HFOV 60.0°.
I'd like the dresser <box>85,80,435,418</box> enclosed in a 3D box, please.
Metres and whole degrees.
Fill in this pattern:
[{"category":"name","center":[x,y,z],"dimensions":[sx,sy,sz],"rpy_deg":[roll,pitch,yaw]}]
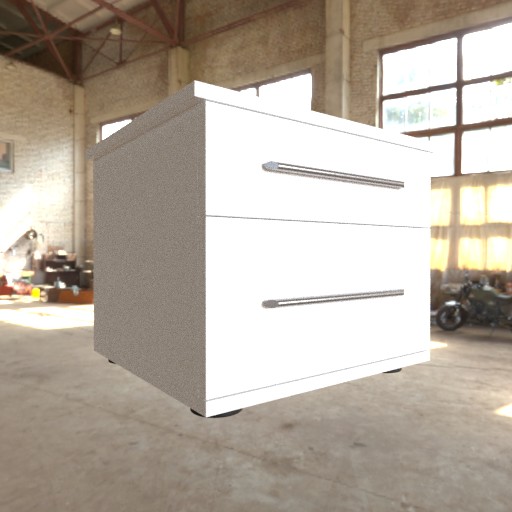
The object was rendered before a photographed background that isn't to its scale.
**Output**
[{"category":"dresser","center":[0.000,0.000,0.726],"dimensions":[0.430,0.360,0.400],"rpy_deg":[0,1,-36]}]
